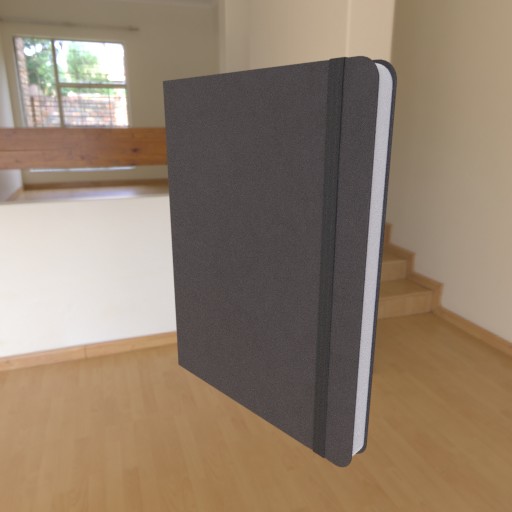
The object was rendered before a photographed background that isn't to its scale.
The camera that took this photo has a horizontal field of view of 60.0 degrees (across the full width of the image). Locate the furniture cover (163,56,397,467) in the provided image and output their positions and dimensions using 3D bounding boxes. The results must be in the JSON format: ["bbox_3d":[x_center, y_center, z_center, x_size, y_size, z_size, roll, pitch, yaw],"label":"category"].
[{"bbox_3d":[0.000,0.000,0.362,0.023,0.281,0.216,-15,22,-42],"label":"furniture cover"}]
